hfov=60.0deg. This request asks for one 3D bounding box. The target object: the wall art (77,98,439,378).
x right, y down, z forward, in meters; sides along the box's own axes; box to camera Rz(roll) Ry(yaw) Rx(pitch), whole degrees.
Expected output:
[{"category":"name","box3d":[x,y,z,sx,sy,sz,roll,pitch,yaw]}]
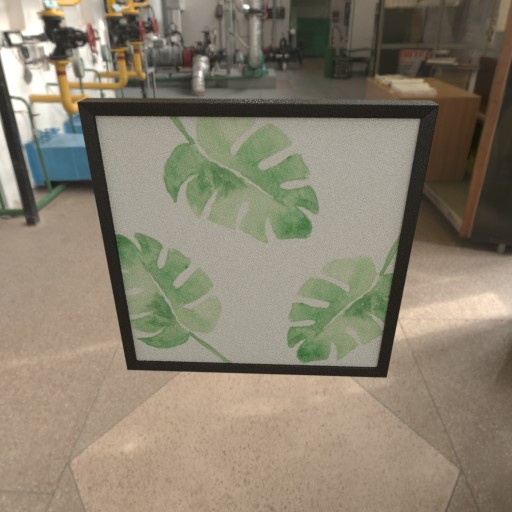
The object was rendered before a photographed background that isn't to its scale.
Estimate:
[{"category":"wall art","box3d":[0.000,0.000,0.758,0.508,0.508,0.036,1,29,2]}]
